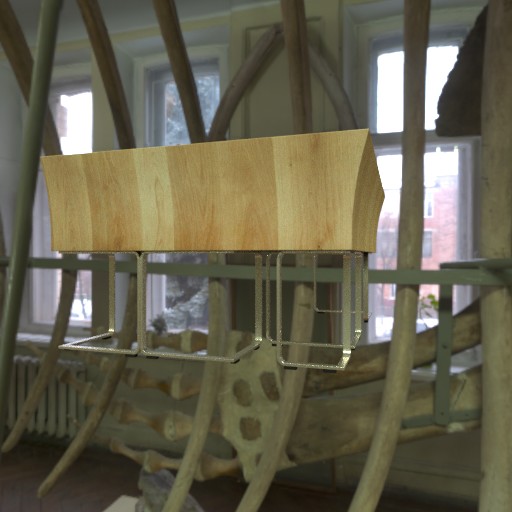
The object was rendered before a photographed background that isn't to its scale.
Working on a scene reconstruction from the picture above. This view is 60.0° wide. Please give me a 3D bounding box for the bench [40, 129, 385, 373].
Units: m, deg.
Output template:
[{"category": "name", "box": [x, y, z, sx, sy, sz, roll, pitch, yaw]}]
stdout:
[{"category": "bench", "box": [0.000, 0.000, 2.768, 1.495, 0.930, 1.945, 0, 0, 18]}]
